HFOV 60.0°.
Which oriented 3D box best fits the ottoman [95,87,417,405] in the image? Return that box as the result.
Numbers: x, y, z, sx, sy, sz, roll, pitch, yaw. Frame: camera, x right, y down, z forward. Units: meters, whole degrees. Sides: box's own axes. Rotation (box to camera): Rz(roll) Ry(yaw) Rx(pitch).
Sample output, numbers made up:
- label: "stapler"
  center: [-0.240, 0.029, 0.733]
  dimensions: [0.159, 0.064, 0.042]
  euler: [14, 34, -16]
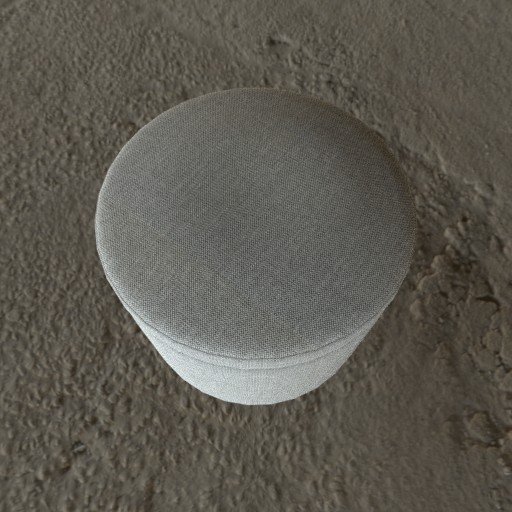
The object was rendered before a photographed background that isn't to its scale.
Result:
- label: "ottoman"
  center: [0.000, 0.000, 0.855]
  dimensions: [0.500, 0.419, 0.500]
  euler: [0, 63, 0]
